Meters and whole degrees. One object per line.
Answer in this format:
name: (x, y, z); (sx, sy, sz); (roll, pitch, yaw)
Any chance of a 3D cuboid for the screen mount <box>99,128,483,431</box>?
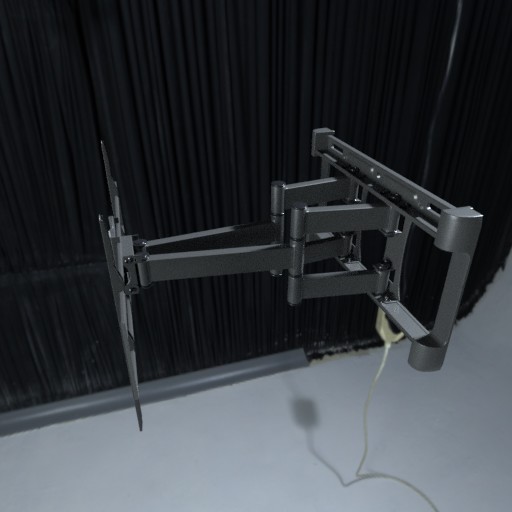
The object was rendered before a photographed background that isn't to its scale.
screen mount: (0.000, 0.000, 1.070); (0.644, 0.491, 0.661); (-8, 31, -14)
